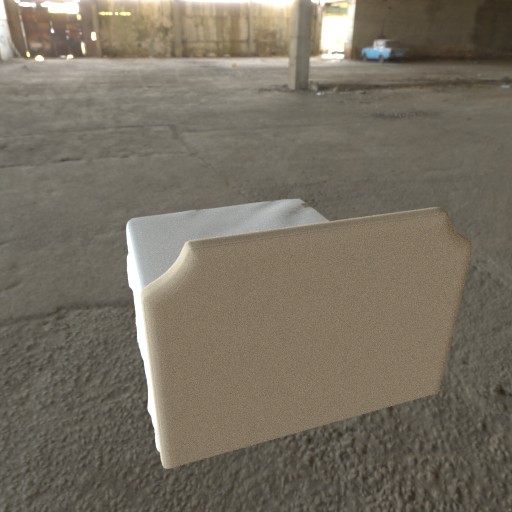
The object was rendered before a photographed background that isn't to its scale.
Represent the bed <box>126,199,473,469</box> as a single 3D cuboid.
[{"bbox_3d":[0.000,0.000,3.786,2.134,1.524,2.548,-9,28,-17],"label":"bed"}]
